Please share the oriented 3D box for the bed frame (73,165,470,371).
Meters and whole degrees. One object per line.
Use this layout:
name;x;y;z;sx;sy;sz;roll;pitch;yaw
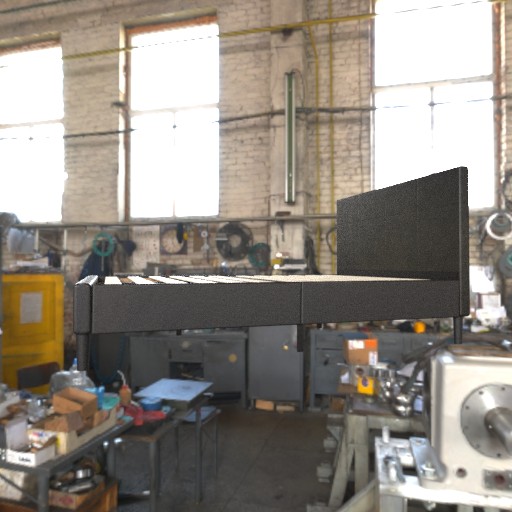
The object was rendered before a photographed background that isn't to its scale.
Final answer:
bed frame;0.000;0.000;2.952;2.152;1.046;1.469;0;-1;-18
